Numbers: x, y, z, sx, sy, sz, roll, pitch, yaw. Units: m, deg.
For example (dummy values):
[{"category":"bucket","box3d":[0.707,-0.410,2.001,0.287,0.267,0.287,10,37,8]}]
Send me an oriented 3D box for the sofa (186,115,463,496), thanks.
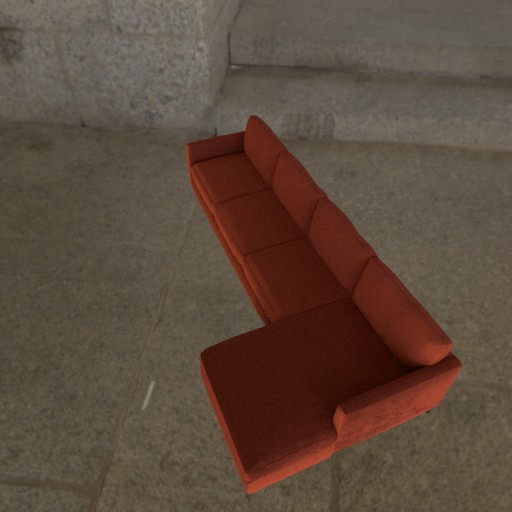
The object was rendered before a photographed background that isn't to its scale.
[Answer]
[{"category":"sofa","box3d":[0.000,0.000,3.379,1.350,0.810,2.932,-17,48,-16]}]
